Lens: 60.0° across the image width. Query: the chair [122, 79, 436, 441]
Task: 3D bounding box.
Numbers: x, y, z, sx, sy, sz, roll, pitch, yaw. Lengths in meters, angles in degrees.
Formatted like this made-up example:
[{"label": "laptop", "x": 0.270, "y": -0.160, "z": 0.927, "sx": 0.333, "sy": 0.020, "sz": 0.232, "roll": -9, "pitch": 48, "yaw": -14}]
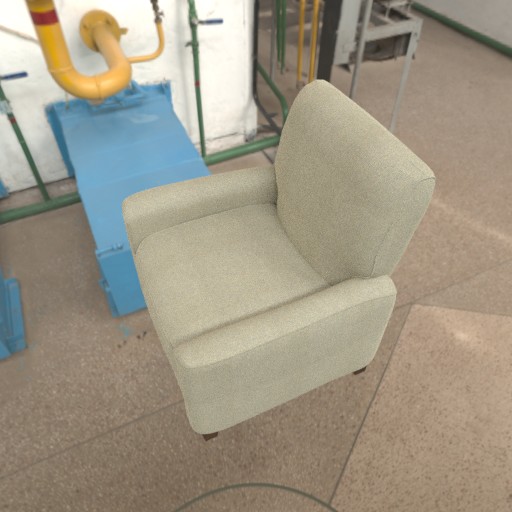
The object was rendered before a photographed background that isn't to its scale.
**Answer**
[{"label": "chair", "x": 0.000, "y": 0.000, "z": 1.649, "sx": 0.853, "sy": 1.006, "sz": 0.850, "roll": -18, "pitch": 50, "yaw": -16}]
